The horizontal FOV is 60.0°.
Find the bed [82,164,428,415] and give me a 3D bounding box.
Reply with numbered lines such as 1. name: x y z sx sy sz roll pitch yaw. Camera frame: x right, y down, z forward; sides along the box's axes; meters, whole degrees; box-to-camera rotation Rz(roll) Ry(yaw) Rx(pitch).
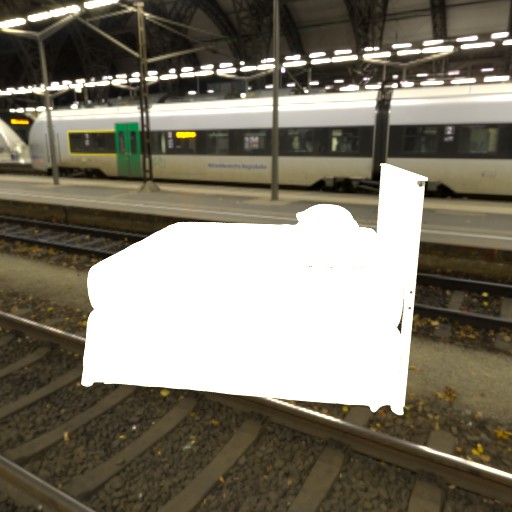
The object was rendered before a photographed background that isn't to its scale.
1. bed: 0.000 0.000 3.247 2.047 1.269 1.876 2 14 9
